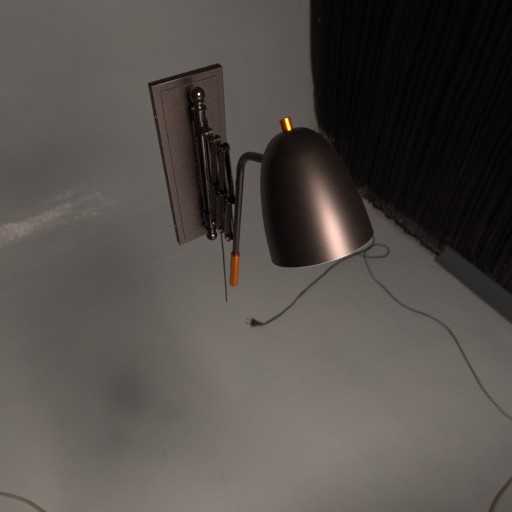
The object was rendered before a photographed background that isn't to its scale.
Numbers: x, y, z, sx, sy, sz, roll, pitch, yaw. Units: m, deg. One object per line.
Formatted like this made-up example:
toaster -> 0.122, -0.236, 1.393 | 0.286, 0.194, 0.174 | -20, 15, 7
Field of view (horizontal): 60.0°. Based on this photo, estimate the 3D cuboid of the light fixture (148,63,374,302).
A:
light fixture -> 0.000, 0.000, 0.930 | 0.162, 0.715, 0.499 | -26, 52, -22
